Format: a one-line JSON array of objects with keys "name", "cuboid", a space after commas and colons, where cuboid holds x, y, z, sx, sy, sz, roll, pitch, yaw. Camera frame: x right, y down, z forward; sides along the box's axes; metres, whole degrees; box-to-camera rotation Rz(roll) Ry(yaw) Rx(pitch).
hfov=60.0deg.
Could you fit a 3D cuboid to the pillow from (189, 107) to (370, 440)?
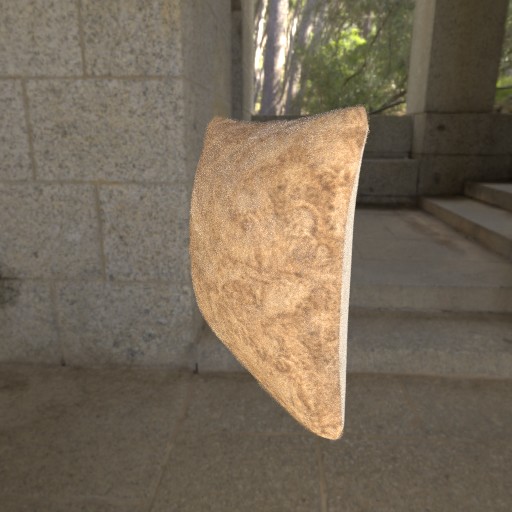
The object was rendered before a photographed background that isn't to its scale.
[{"name": "pillow", "cuboid": [0.000, 0.000, 0.836, 0.216, 0.525, 0.538, -7, 17, -24]}]
